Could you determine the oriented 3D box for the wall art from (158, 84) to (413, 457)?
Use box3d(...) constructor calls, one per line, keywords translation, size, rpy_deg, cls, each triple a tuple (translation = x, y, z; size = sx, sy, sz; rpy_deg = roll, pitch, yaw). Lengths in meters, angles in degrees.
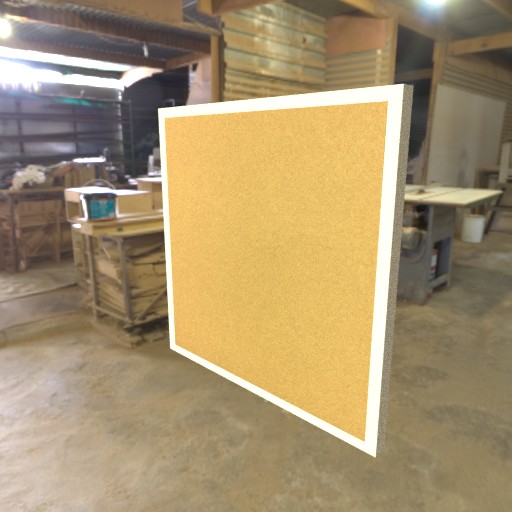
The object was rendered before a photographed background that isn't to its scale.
box3d(translation=(0.000, 0.000, 1.142), size=(0.763, 0.761, 0.038), rpy_deg=(13, 19, 43), cls="wall art")
